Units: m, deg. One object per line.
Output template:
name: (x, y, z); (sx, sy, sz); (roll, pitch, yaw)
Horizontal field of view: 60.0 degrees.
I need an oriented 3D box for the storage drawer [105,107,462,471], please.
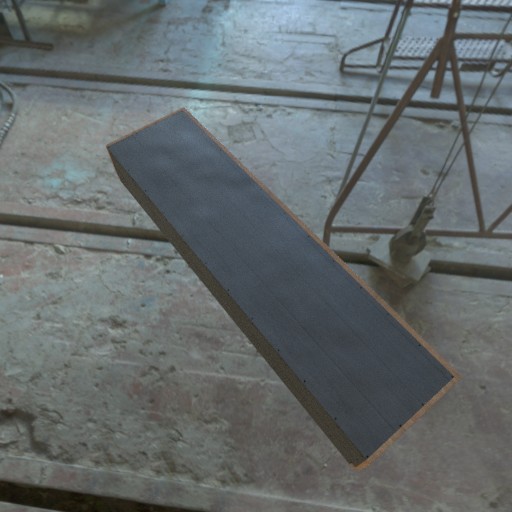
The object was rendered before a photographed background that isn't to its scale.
storage drawer: (0.000, 0.000, 2.217); (0.538, 0.264, 2.032); (-33, 64, -19)
